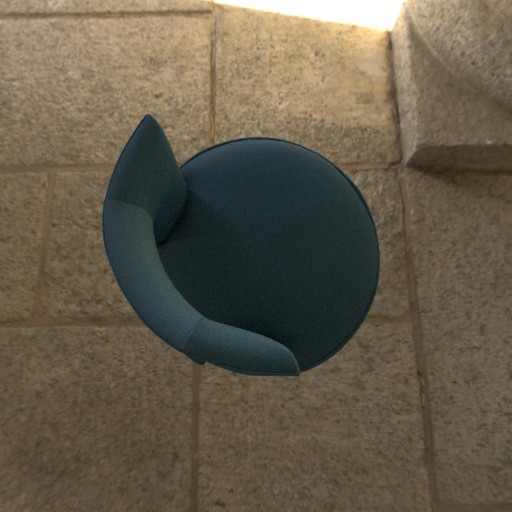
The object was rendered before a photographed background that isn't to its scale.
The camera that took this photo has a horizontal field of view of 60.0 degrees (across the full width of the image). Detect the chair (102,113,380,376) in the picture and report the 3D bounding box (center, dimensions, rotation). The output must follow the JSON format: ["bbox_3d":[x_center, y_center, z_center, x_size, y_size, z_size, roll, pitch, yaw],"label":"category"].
[{"bbox_3d":[0.000,0.000,1.250,0.660,0.711,0.684,-29,77,-7],"label":"chair"}]
